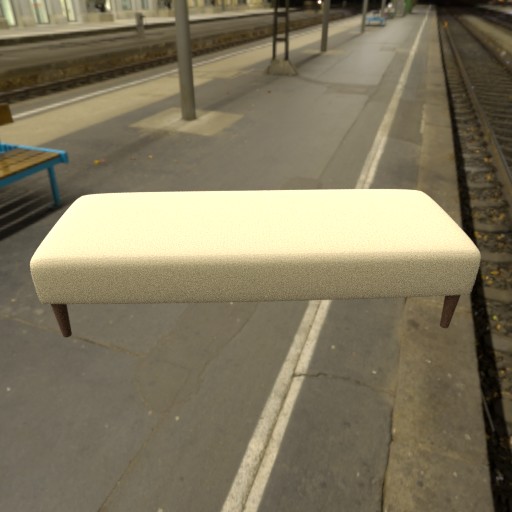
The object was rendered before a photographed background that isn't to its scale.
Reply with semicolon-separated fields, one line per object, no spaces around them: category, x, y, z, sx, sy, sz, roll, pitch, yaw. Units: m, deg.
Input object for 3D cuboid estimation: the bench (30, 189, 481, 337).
bench;0.000;0.000;1.896;1.609;0.393;0.646;-1;30;-2
